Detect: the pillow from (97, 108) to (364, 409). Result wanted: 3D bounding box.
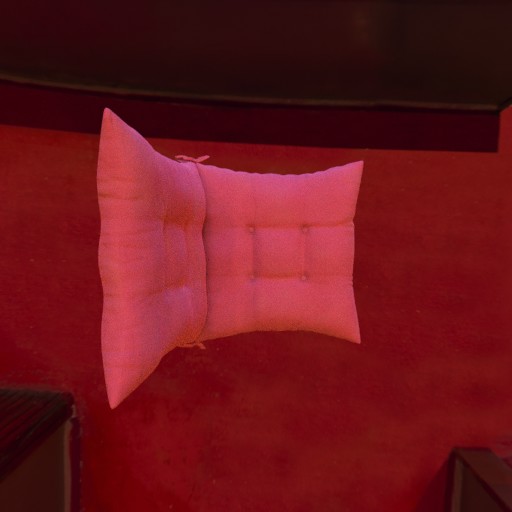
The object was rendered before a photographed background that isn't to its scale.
[{"bbox_3d":[0.000,0.000,1.001,0.585,0.536,0.541,0,92,0],"label":"pillow"}]
